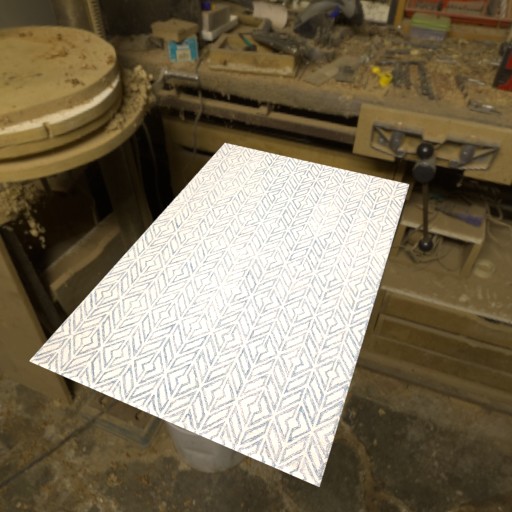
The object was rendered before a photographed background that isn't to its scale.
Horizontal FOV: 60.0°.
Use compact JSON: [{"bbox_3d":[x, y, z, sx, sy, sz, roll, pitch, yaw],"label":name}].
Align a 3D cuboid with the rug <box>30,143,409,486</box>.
[{"bbox_3d":[0.000,0.000,2.222,1.220,0.008,1.824,17,47,16],"label":"rug"}]
